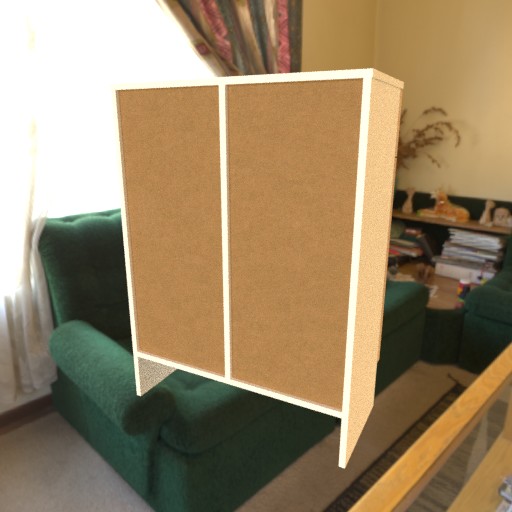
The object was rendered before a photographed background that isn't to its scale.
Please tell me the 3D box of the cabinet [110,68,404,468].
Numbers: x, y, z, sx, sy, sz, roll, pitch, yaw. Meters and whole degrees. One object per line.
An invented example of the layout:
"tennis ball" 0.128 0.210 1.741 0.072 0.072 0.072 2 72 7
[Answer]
"cabinet" 0.000 0.000 1.118 0.600 0.815 0.296 8 18 27
